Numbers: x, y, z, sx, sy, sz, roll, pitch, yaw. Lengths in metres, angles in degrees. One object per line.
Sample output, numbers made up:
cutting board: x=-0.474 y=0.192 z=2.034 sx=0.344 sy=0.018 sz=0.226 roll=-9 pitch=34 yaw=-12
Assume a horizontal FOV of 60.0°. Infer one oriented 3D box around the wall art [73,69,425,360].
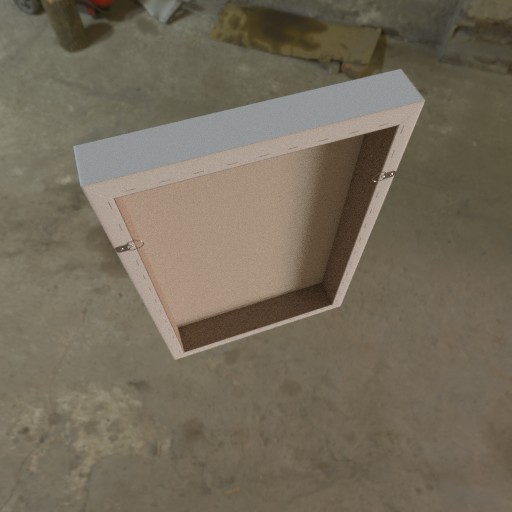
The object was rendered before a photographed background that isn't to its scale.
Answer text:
wall art: x=0.000 y=0.000 z=0.481 sx=0.252 sy=0.381 sz=0.039 roll=-16 pitch=61 yaw=-9
